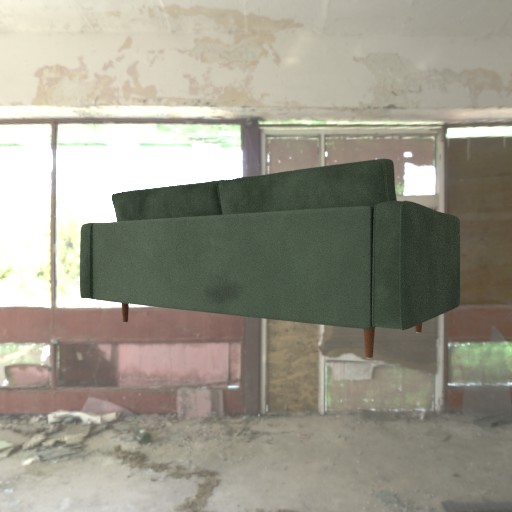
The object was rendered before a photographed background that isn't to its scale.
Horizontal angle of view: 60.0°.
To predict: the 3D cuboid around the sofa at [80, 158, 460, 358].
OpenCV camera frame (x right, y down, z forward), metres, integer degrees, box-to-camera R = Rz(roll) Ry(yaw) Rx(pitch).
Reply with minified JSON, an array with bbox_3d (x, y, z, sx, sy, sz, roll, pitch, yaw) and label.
[{"bbox_3d":[0.000,0.000,2.370,1.880,0.772,0.916,0,1,36],"label":"sofa"}]
